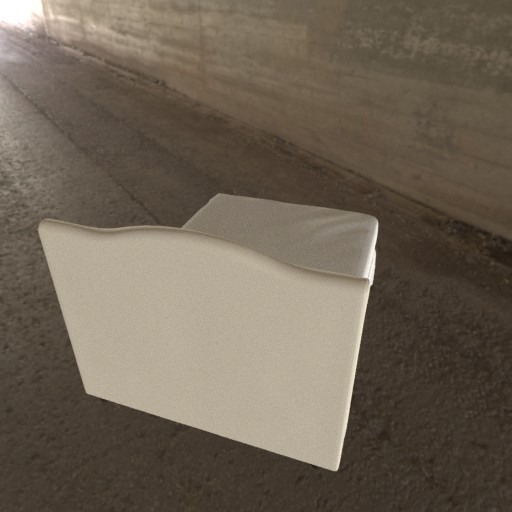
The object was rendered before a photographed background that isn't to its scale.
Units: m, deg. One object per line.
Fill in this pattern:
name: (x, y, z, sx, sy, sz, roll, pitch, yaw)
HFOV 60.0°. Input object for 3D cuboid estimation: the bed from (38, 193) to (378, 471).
bed: (0.000, 0.000, 3.293, 1.753, 1.460, 2.143, 11, 33, 16)
